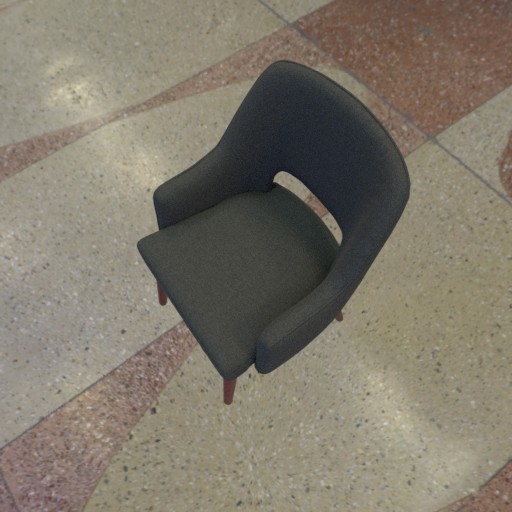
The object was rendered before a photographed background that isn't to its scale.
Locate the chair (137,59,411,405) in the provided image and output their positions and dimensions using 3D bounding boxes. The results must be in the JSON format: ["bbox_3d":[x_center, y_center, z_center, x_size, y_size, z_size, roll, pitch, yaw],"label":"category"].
[{"bbox_3d":[0.000,0.000,1.235,0.560,0.838,0.559,-33,68,-15],"label":"chair"}]
